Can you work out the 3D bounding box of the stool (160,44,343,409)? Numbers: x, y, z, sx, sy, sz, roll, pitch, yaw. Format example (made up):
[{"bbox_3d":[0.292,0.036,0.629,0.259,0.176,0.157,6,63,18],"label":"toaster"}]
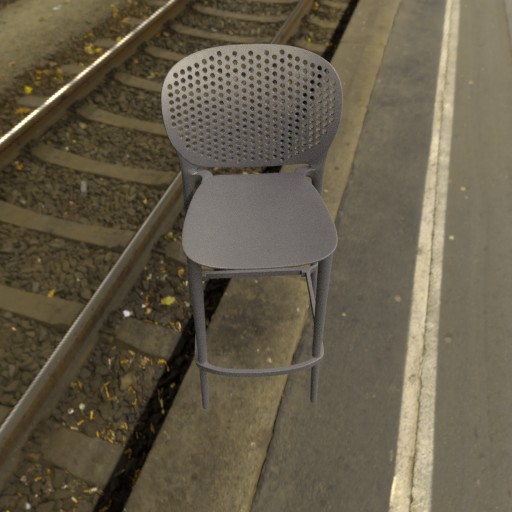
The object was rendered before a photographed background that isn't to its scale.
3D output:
[{"bbox_3d":[0.000,0.000,1.349,0.536,1.045,0.535,-2,48,-2],"label":"stool"}]
